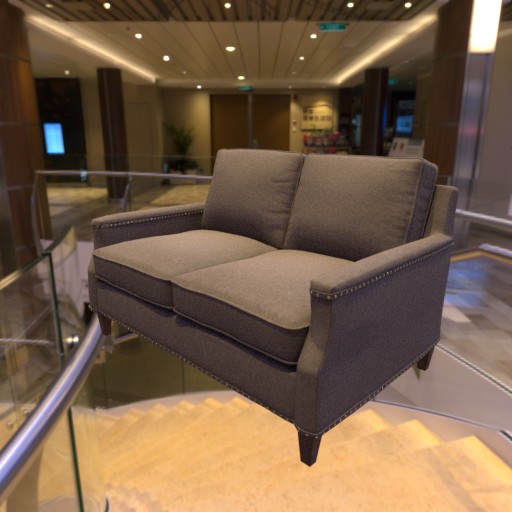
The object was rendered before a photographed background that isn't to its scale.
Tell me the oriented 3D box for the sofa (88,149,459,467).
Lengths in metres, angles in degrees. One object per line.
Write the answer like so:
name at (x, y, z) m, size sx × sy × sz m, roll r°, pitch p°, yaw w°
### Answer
sofa at (0.000, 0.000, 2.209) m, size 1.597 × 1.003 × 1.084 m, roll 15°, pitch 21°, yaw 43°
